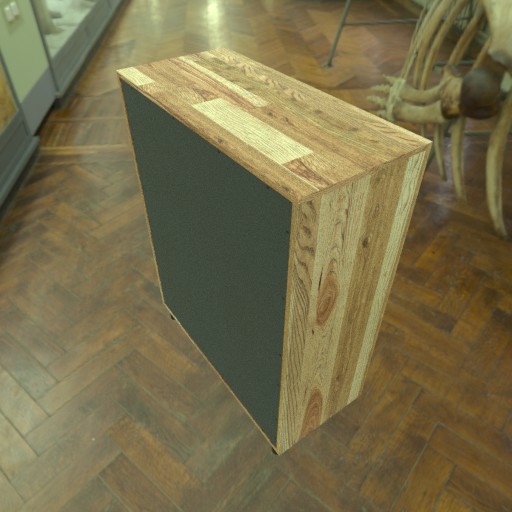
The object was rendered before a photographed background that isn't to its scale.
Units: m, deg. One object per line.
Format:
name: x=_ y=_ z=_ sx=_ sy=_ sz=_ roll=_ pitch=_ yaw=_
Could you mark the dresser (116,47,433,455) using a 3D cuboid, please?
dresser: x=0.000 y=0.000 z=1.730 sx=0.480 sy=1.243 sz=0.966 roll=-25 pitch=47 yaw=-26
